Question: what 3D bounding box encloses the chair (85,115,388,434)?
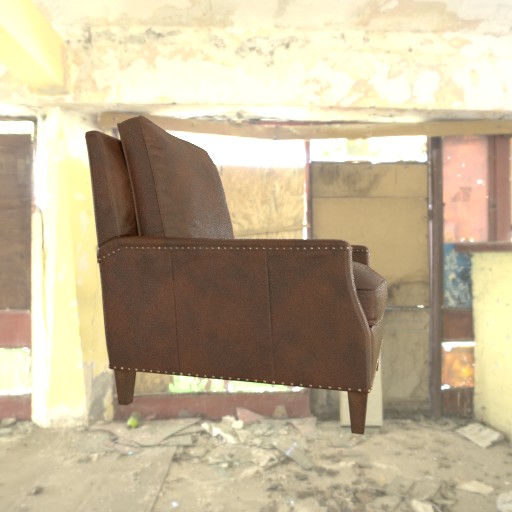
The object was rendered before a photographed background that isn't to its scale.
[{"bbox_3d":[0.000,0.000,1.832,1.035,1.054,0.854,0,0,18],"label":"chair"}]
